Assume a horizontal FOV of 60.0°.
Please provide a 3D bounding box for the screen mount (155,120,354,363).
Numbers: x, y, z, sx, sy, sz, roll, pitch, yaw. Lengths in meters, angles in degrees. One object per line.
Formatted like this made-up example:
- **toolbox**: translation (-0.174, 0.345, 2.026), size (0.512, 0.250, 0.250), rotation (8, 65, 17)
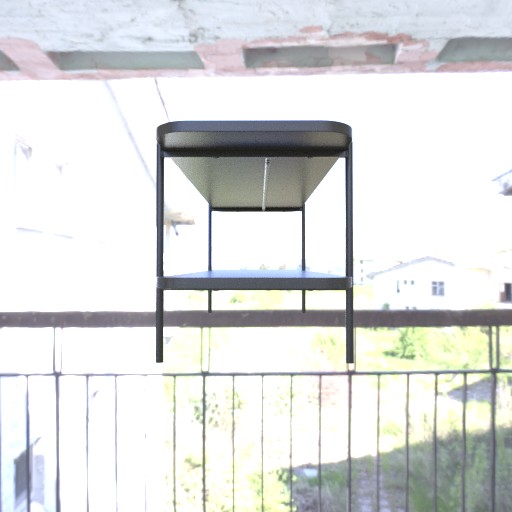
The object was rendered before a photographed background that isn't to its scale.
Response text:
- **screen mount**: translation (0.000, 0.000, 1.361), size (0.400, 0.447, 1.200), rotation (0, -1, 0)
